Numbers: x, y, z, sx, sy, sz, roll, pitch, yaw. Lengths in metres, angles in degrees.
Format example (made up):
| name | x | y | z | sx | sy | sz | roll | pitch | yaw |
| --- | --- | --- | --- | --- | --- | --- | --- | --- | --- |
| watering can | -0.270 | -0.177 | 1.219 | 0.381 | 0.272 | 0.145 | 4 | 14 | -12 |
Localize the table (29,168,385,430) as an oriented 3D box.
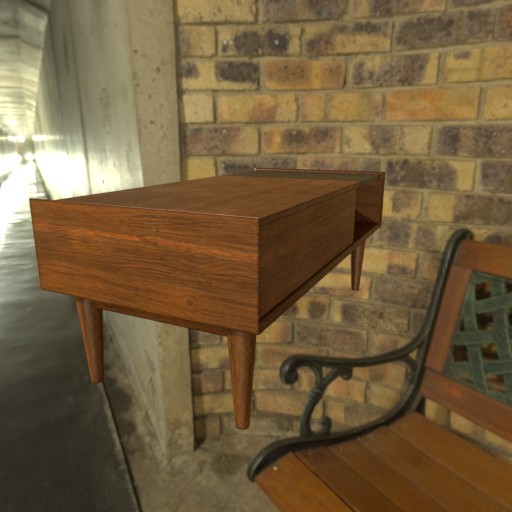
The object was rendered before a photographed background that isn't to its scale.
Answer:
| name | x | y | z | sx | sy | sz | roll | pitch | yaw |
| --- | --- | --- | --- | --- | --- | --- | --- | --- | --- |
| table | 0.000 | 0.000 | 1.524 | 0.610 | 0.508 | 1.221 | 7 | 17 | 25 |
